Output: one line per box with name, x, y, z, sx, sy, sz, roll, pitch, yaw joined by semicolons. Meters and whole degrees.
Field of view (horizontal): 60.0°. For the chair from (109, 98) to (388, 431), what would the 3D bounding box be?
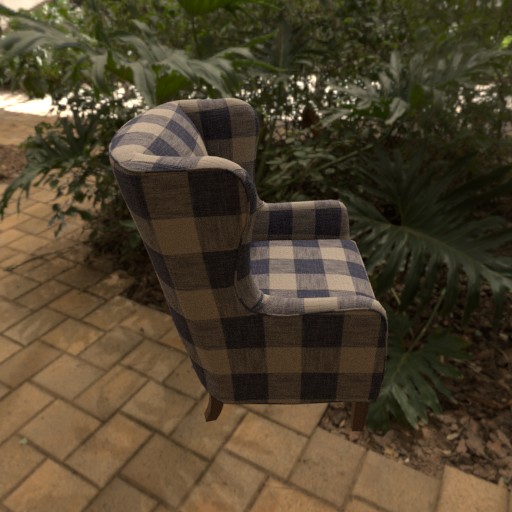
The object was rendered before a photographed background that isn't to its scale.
chair;0.000;0.000;1.713;0.889;1.041;0.830;0;31;1
